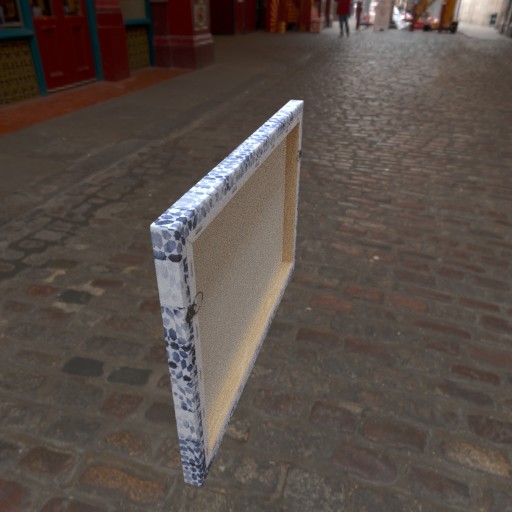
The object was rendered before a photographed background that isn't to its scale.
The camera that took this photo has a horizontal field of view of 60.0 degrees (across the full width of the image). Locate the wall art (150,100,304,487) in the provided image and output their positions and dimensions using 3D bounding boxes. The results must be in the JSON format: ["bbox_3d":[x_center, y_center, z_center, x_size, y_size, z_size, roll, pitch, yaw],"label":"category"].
[{"bbox_3d":[0.000,0.000,0.770,0.030,0.406,0.608,9,32,14],"label":"wall art"}]
